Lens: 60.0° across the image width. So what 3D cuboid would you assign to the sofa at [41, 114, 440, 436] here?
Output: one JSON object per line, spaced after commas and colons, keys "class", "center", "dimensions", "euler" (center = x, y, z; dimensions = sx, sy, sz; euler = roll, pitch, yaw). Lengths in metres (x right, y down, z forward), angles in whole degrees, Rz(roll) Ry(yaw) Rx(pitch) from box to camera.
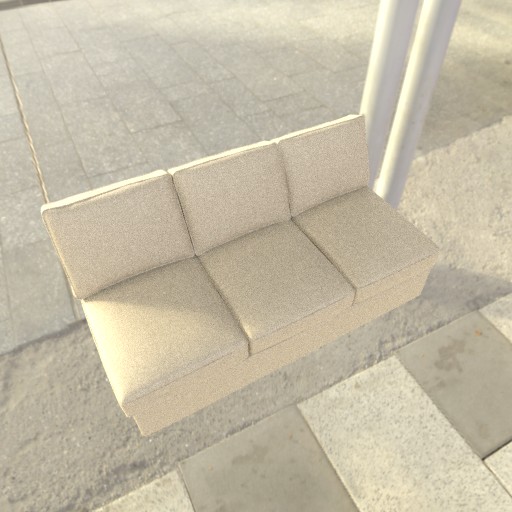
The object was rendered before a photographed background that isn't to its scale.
{"class": "sofa", "center": [0.000, 0.000, 2.551], "dimensions": [1.962, 0.973, 1.027], "euler": [-22, 50, -20]}
